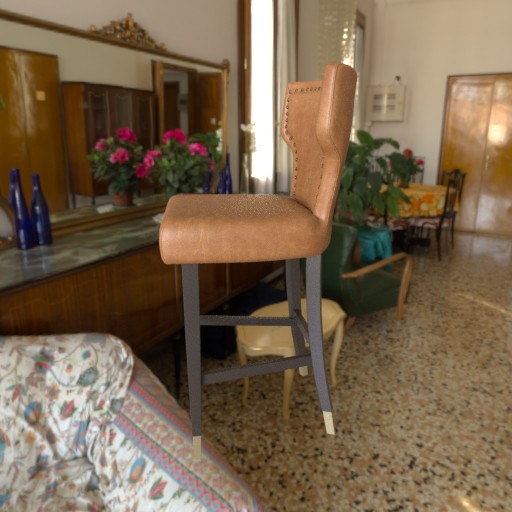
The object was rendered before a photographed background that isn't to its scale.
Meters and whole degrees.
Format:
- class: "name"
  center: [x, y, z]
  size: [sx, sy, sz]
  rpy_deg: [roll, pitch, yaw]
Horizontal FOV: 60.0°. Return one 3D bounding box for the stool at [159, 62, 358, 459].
- class: "stool"
  center: [0.000, 0.000, 1.416]
  size: [0.563, 1.092, 0.526]
  rpy_deg: [-2, 15, -8]
